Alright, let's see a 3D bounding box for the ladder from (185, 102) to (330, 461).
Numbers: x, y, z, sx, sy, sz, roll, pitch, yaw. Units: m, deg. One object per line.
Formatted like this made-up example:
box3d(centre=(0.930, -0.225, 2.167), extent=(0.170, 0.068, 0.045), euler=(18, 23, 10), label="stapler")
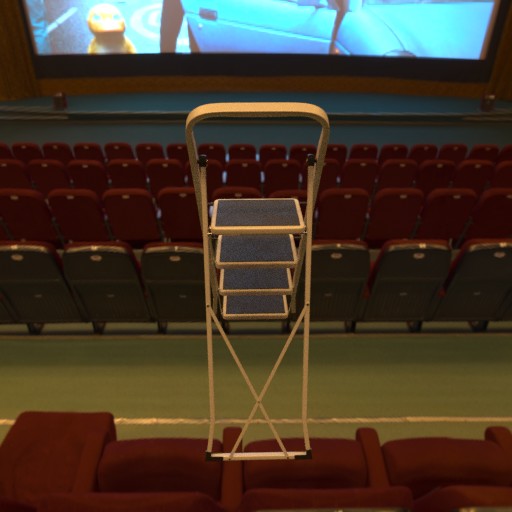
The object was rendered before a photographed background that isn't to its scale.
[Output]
box3d(centre=(0.000, 0.000, 1.742), extent=(0.460, 1.265, 0.914), euler=(-1, 31, -1), label="ladder")
